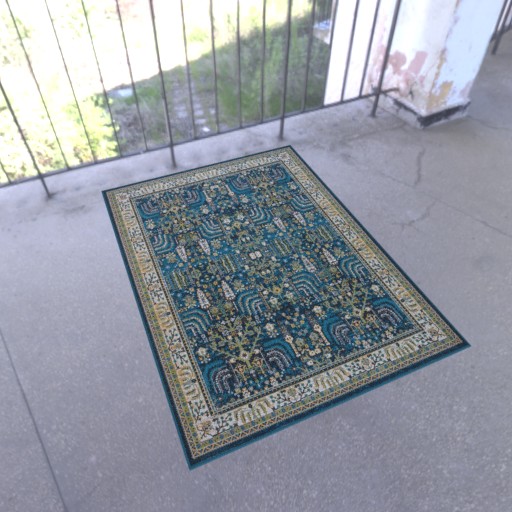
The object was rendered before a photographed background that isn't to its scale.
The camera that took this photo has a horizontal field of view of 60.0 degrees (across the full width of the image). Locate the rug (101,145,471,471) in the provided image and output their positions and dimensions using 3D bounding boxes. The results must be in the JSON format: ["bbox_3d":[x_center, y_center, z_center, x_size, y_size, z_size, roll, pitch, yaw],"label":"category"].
[{"bbox_3d":[0.000,0.000,4.007,2.226,0.015,3.044,-17,49,-16],"label":"rug"}]
